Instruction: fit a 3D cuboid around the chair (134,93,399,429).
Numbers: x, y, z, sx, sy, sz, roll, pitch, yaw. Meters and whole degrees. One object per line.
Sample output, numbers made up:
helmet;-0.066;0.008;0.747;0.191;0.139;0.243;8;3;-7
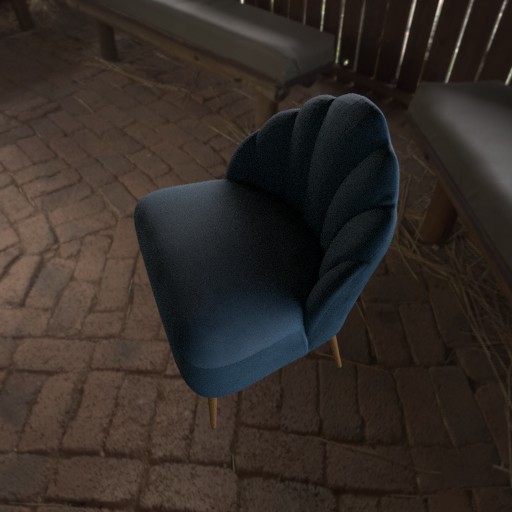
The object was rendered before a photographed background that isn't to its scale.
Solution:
chair;0.000;0.000;1.253;0.599;0.819;0.657;-16;48;-15
